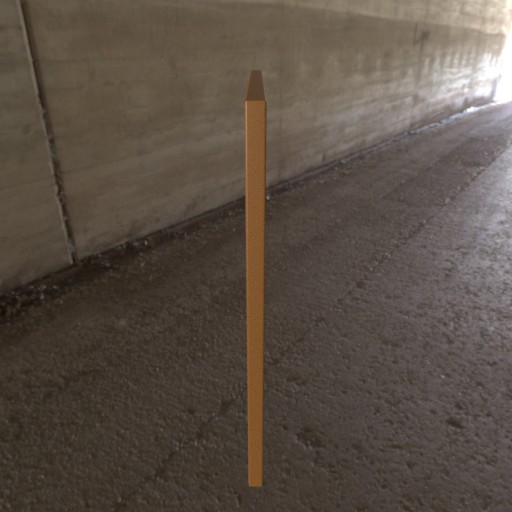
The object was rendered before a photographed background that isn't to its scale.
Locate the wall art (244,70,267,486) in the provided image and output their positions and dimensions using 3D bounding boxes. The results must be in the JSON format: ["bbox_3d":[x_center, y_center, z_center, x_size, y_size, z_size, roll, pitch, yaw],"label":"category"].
[{"bbox_3d":[0.000,0.000,0.744,0.021,0.550,0.449,0,26,0],"label":"wall art"}]
